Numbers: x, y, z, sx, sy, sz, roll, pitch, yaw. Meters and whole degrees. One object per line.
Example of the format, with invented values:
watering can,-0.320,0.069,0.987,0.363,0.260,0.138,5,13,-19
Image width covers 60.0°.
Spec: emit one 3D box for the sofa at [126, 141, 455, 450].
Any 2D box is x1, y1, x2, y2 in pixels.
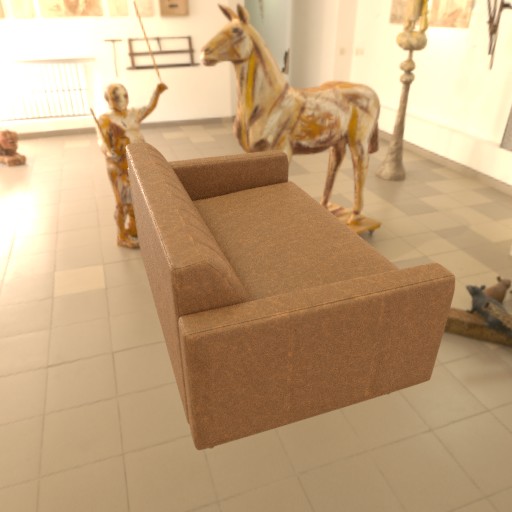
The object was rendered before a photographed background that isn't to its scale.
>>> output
sofa,0.000,0.000,2.075,0.960,0.820,1.549,-10,32,-17
